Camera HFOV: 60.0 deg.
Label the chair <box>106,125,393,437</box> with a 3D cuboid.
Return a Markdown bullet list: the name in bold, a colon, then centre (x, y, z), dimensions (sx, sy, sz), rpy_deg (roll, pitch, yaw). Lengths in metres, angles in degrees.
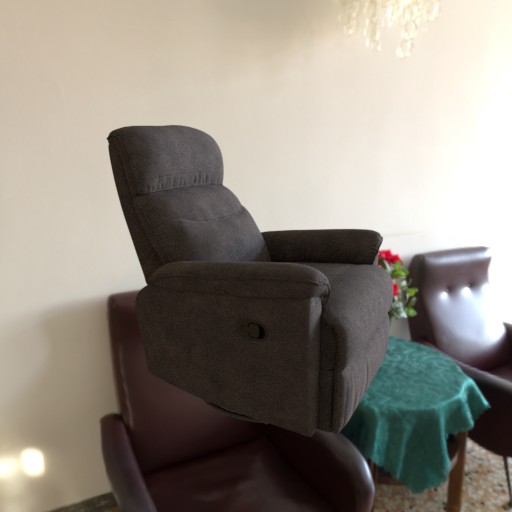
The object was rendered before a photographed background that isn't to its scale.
- **chair**: centre (0.000, 0.000, 1.777), dimensions (1.009, 1.035, 0.830), rpy_deg (7, 15, 28)
